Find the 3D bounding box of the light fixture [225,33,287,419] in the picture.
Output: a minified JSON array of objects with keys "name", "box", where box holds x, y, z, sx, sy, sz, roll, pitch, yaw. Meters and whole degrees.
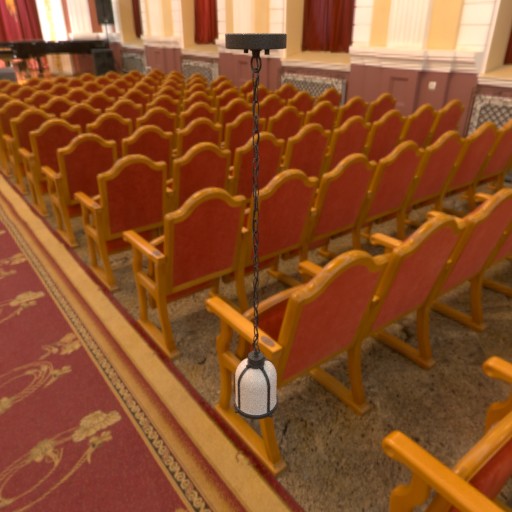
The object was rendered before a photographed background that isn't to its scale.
[{"name":"light fixture","box":[0.000,0.000,1.317,0.178,1.181,0.178,-19,33,-32]}]
